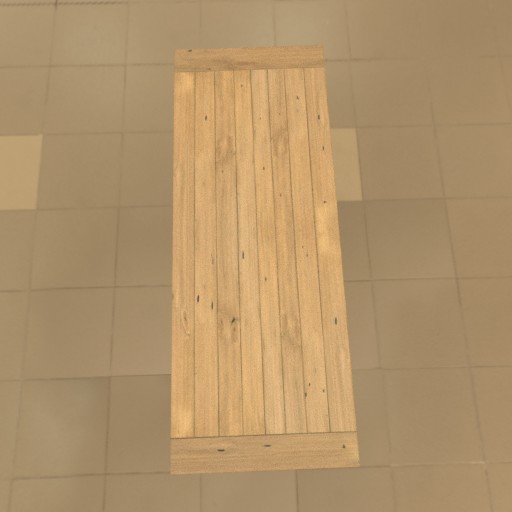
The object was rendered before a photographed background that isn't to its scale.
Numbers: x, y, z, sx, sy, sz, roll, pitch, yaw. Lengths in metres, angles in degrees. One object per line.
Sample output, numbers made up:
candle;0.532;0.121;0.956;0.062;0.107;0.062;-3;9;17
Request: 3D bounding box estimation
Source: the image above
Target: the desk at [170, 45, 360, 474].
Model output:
desk;0.000;0.000;2.200;0.688;0.760;1.803;-2;76;-1
